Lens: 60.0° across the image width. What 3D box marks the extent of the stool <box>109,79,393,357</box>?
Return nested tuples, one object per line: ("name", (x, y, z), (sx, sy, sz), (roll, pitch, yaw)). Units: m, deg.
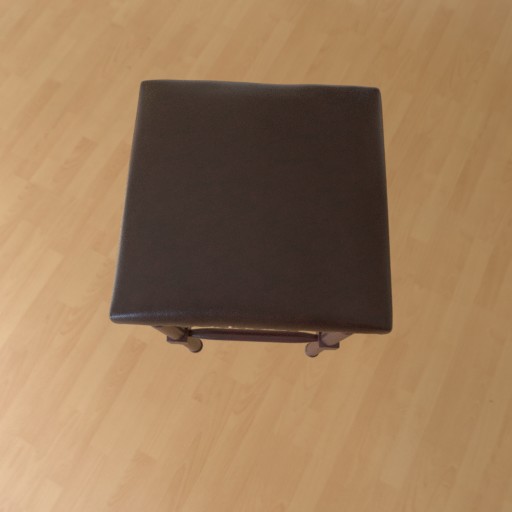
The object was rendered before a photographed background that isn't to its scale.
("stool", (0.000, 0.000, 0.925), (0.382, 0.702, 0.383), (2, 73, 1))
